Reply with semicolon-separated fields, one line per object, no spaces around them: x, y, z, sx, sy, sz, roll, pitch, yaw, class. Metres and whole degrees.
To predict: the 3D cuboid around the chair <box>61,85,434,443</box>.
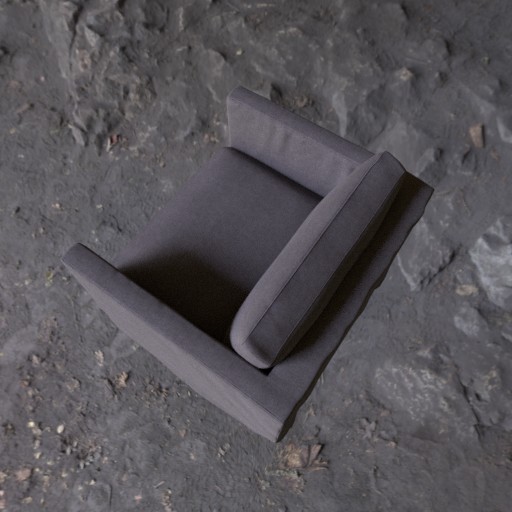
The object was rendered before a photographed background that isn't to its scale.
0.000;0.000;1.801;0.949;0.863;1.057;32;67;16;chair
